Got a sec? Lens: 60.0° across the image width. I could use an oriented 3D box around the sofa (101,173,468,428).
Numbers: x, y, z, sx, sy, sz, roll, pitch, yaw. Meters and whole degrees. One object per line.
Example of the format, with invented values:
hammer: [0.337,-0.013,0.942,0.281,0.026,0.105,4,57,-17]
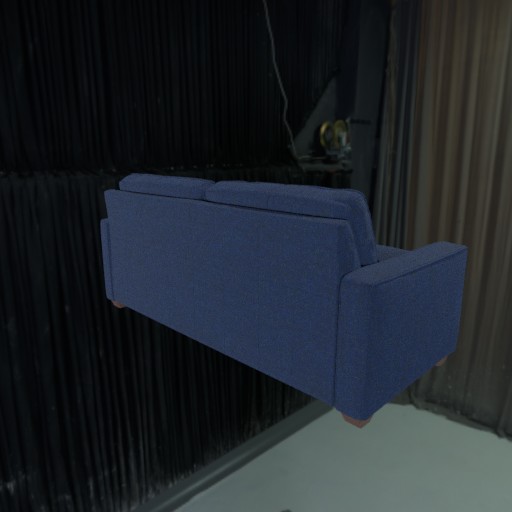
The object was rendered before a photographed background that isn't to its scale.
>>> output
sofa: [0.000,0.000,2.585,2.080,0.919,0.940,13,19,43]
